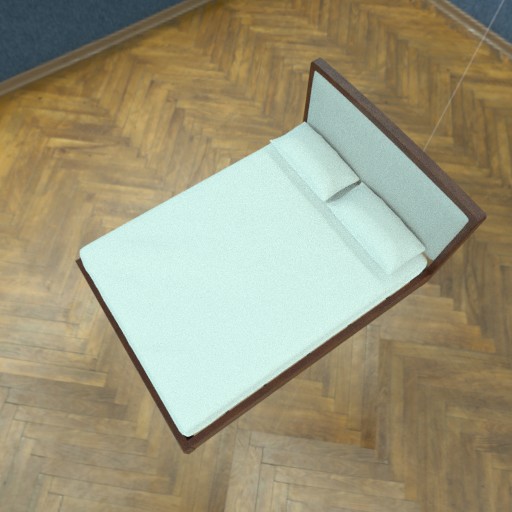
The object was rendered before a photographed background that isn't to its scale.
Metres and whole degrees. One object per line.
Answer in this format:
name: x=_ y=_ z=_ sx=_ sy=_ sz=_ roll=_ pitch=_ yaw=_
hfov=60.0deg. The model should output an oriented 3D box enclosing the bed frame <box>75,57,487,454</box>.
bed frame: x=0.000 y=0.000 z=3.130 sx=2.171 sy=1.279 sz=1.587 roll=-32 pitch=69 yaw=-14
